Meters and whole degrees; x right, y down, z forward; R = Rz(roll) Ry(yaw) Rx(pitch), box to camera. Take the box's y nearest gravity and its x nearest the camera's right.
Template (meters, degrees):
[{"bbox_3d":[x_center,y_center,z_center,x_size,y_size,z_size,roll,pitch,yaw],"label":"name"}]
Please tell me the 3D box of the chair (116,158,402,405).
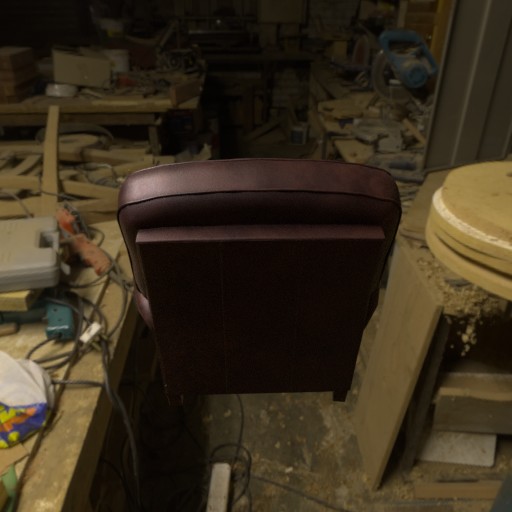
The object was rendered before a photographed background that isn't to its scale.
[{"bbox_3d":[0.000,0.000,1.786,0.936,1.018,0.986,-1,31,-2],"label":"chair"}]
